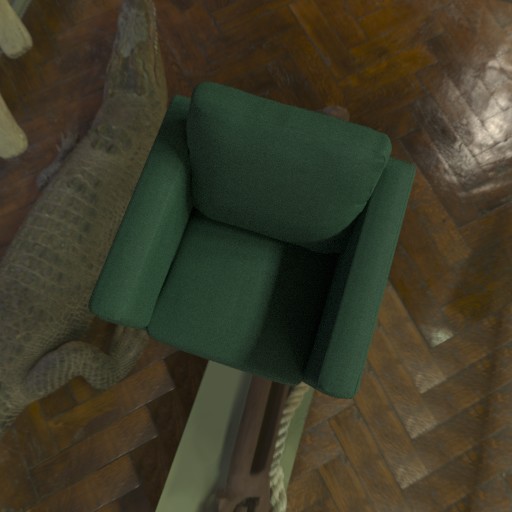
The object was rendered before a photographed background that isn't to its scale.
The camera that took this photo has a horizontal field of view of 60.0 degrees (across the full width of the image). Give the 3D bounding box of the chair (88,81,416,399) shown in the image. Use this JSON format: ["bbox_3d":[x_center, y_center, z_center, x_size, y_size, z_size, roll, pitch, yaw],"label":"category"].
[{"bbox_3d":[0.000,0.000,1.602,0.855,0.927,0.800,18,77,4],"label":"chair"}]
